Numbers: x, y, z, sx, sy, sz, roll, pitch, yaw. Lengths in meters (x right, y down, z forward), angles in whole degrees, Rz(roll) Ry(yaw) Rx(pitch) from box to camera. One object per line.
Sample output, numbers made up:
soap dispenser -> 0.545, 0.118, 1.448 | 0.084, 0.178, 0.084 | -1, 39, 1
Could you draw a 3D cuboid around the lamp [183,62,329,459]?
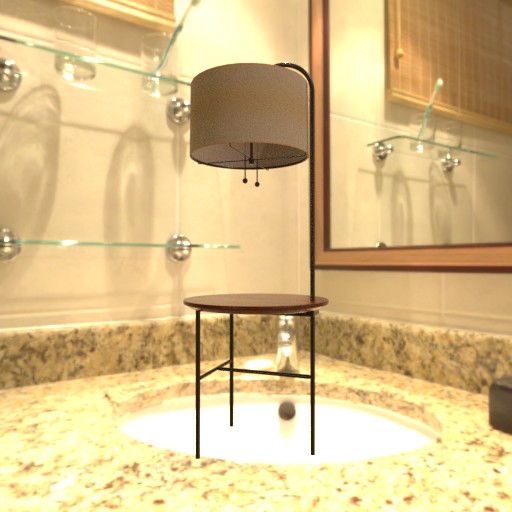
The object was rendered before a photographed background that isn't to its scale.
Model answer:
lamp -> 0.000, 0.000, 1.771 | 0.573, 1.517, 0.573 | 0, 0, 0
